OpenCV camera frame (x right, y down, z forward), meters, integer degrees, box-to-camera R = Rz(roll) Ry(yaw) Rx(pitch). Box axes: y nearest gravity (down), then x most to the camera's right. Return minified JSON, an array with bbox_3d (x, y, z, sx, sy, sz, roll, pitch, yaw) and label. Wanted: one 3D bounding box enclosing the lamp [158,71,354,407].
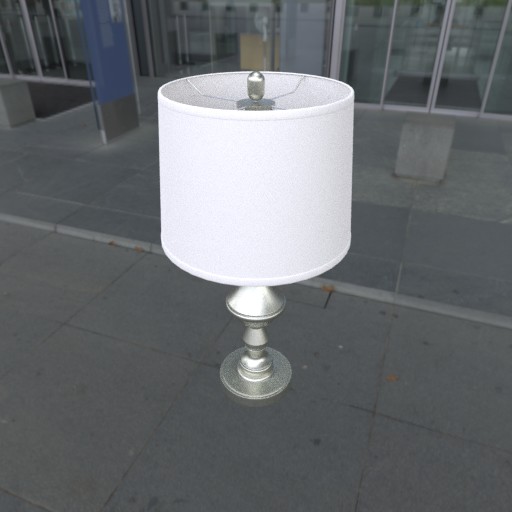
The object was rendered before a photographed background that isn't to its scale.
[{"bbox_3d":[0.000,0.000,0.941,0.383,0.733,0.383,0,32,0],"label":"lamp"}]
